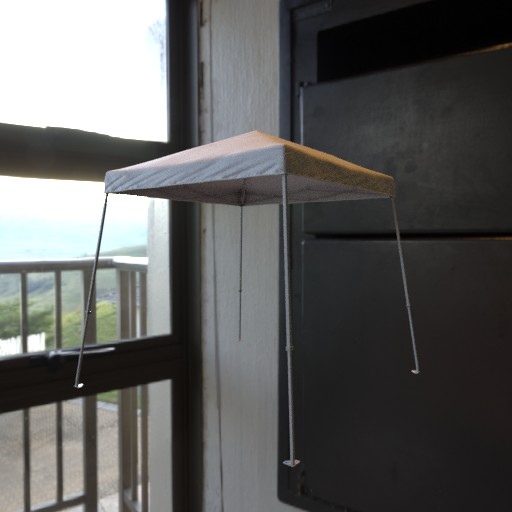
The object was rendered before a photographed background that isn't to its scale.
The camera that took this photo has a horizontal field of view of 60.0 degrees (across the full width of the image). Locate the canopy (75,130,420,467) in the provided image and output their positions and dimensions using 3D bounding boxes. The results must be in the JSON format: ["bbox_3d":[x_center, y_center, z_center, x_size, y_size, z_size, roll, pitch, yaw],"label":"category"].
[{"bbox_3d":[0.000,0.000,5.083,2.849,2.849,2.848,2,3,37],"label":"canopy"}]
